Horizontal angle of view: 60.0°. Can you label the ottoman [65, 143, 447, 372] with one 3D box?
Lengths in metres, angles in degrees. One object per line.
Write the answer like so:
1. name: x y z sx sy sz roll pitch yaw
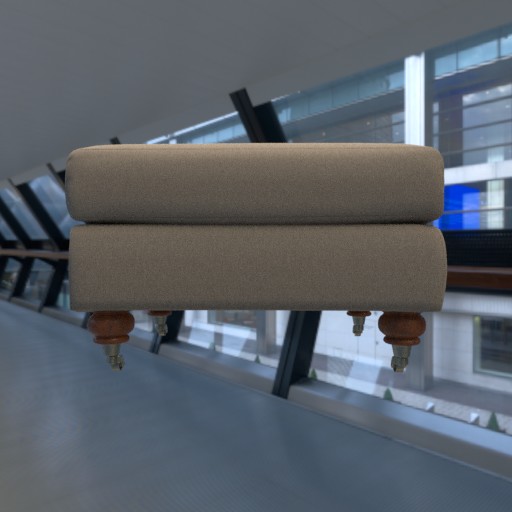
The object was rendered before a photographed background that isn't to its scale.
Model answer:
1. ottoman: 0.000 0.000 1.136 0.773 0.497 0.574 0 0 1
